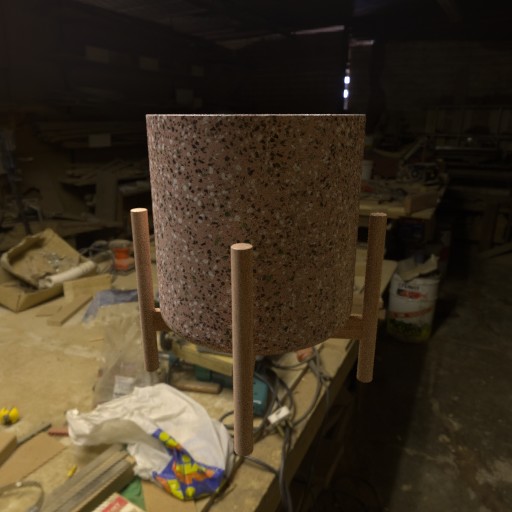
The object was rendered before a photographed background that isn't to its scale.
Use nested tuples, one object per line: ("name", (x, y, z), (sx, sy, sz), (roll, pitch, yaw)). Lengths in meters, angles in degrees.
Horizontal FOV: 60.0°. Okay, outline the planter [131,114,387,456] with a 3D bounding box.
("planter", (0.000, 0.000, 0.690), (0.360, 0.419, 0.360), (9, 20, 26))
